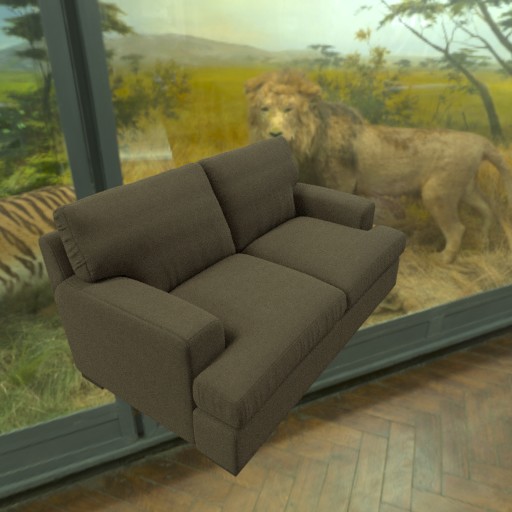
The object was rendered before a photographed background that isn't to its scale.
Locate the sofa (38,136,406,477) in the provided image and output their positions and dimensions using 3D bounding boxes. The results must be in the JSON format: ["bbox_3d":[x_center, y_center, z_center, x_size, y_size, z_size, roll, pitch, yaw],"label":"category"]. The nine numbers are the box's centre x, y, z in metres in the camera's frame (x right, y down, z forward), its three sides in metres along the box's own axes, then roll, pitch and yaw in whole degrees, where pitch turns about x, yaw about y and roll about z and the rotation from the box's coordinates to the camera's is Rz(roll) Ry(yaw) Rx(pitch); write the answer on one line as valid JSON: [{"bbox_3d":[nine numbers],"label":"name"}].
[{"bbox_3d":[0.000,0.000,2.463,1.140,0.950,1.869,18,32,31],"label":"sofa"}]
